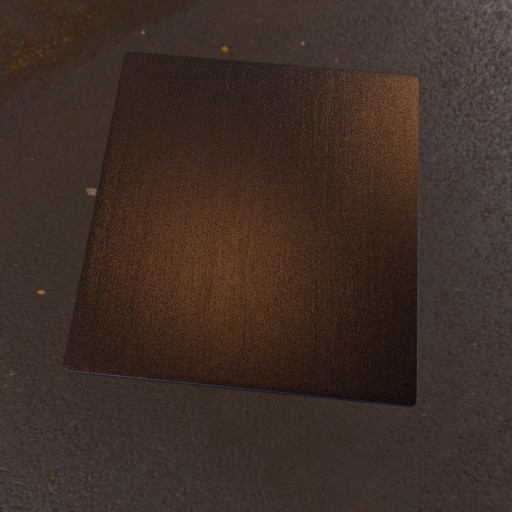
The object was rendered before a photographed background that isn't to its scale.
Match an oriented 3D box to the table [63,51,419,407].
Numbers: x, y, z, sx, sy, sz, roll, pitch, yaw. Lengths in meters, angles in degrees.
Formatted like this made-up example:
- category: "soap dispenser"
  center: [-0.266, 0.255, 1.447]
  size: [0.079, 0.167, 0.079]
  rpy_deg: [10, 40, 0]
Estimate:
- category: "table"
  center: [0.000, 0.000, 0.955]
  size: [0.500, 0.567, 0.533]
  rpy_deg: [5, 76, 1]
